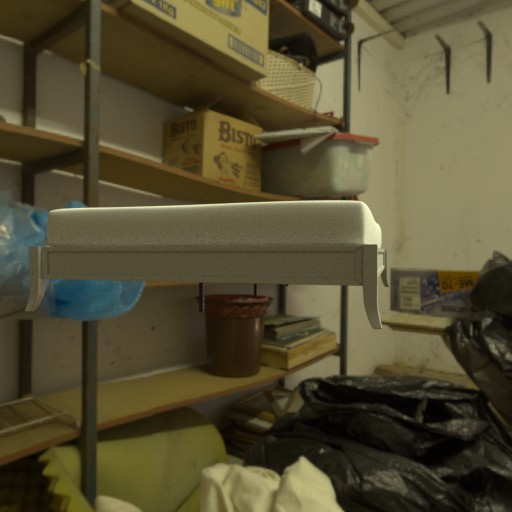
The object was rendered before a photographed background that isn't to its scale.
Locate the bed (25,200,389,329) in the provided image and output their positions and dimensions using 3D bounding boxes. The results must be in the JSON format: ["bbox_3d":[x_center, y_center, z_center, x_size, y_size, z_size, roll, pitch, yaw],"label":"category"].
[{"bbox_3d":[0.000,0.000,2.830,1.604,0.510,2.108,0,0,17],"label":"bed"}]
